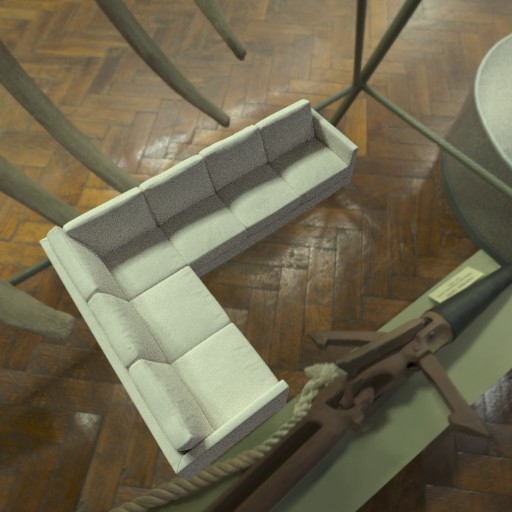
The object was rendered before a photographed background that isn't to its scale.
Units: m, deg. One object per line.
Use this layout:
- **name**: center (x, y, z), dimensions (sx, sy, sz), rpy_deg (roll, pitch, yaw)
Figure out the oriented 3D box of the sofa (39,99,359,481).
- **sofa**: center (0.000, 0.000, 4.254), dimensions (3.182, 0.863, 2.432), rpy_deg (-33, 64, -18)
